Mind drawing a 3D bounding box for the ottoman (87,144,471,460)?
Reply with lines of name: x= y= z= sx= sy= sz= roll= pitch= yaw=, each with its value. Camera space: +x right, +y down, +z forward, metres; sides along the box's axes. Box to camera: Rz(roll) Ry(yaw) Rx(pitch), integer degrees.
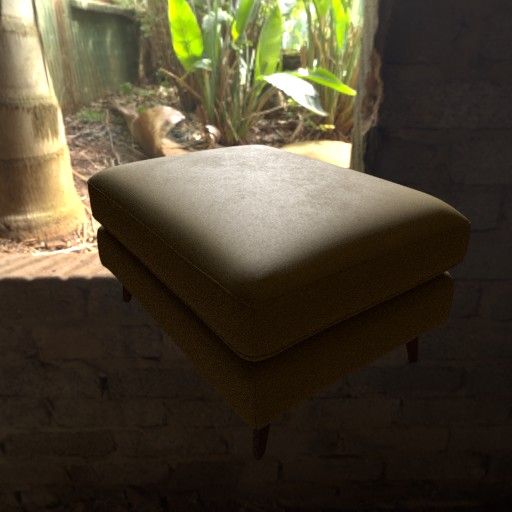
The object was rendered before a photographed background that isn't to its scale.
ottoman: x=0.000 y=0.000 z=1.138 sx=0.608 sy=0.449 sz=0.811 roll=-18 pitch=32 yaw=-31
